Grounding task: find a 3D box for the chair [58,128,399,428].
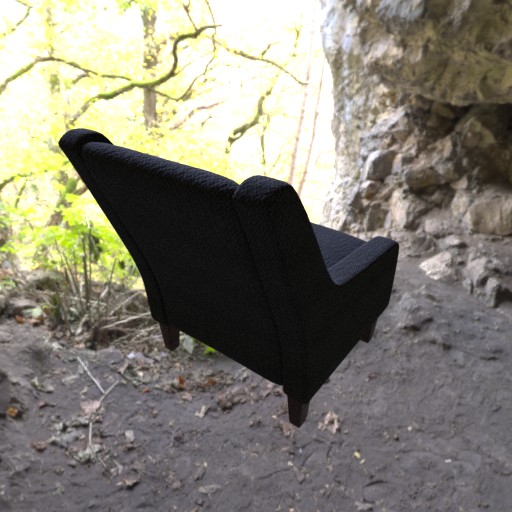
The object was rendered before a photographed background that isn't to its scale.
[{"bbox_3d":[0.000,0.000,1.676,0.793,1.012,0.944,21,37,32],"label":"chair"}]
